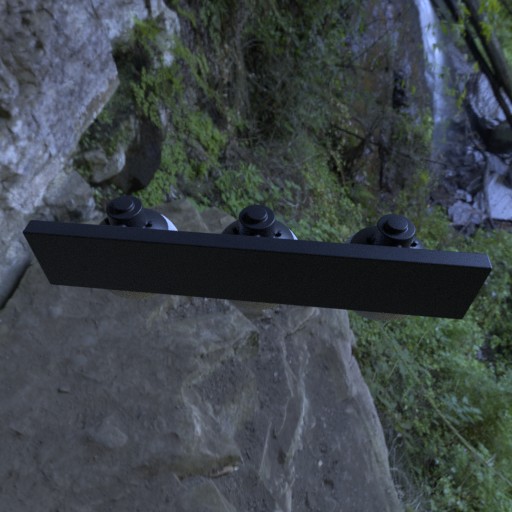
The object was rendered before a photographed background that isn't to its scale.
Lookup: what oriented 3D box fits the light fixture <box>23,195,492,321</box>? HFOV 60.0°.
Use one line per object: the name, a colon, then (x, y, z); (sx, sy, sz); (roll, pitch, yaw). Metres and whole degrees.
light fixture: (0.000, 0.000, 0.843); (0.721, 0.263, 0.218); (4, 48, 4)
